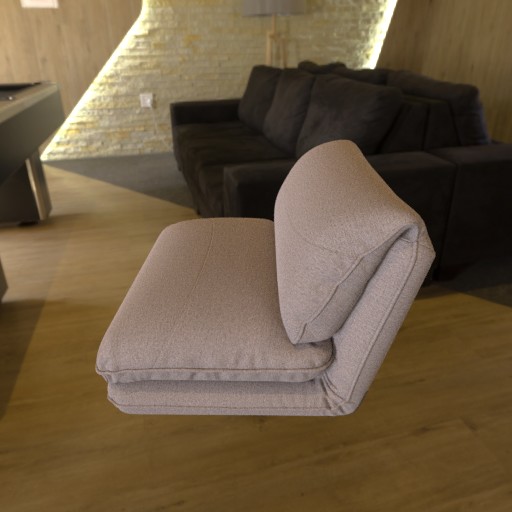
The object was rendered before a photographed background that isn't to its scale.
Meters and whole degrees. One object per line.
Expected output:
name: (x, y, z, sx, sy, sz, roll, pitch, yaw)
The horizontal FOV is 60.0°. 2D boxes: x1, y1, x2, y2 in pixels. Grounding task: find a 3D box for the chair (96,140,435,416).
chair: (0.000, 0.000, 1.357, 0.780, 0.580, 0.820, 0, 26, 1)
